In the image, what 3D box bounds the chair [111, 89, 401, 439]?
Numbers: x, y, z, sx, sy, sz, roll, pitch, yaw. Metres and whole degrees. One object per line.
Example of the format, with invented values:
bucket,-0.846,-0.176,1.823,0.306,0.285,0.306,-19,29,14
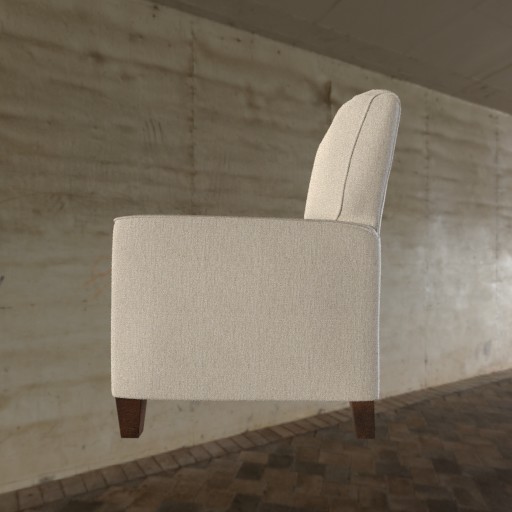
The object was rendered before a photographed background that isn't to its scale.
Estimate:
chair,0.000,0.000,1.621,0.858,1.028,0.841,0,0,0
